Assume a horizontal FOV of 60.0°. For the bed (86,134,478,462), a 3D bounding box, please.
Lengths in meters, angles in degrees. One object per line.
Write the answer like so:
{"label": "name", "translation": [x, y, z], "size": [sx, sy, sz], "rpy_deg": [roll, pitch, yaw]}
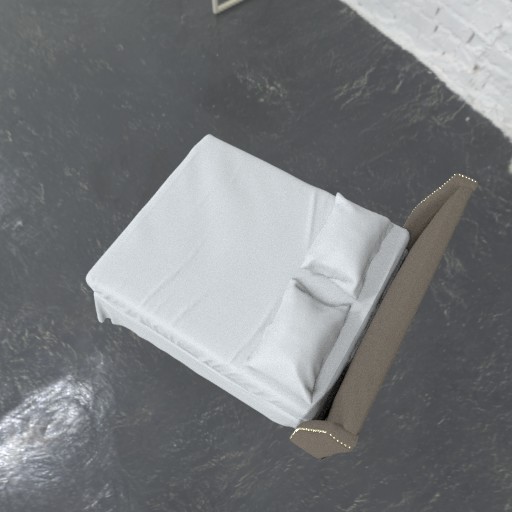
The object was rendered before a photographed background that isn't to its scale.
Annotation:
{"label": "bed", "translation": [0.000, 0.000, 3.362], "size": [2.276, 1.332, 1.925], "rpy_deg": [29, 67, 13]}
